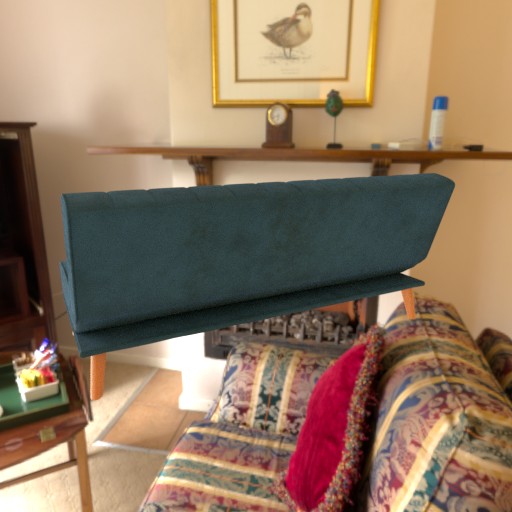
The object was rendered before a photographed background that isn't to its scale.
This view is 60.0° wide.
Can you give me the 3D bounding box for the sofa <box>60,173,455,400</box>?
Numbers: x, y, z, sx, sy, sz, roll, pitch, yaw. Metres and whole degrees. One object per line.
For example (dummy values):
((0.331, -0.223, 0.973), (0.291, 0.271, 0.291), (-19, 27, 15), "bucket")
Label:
((0.000, 0.000, 2.269), (1.804, 0.813, 0.855), (-8, 17, -26), "sofa")
